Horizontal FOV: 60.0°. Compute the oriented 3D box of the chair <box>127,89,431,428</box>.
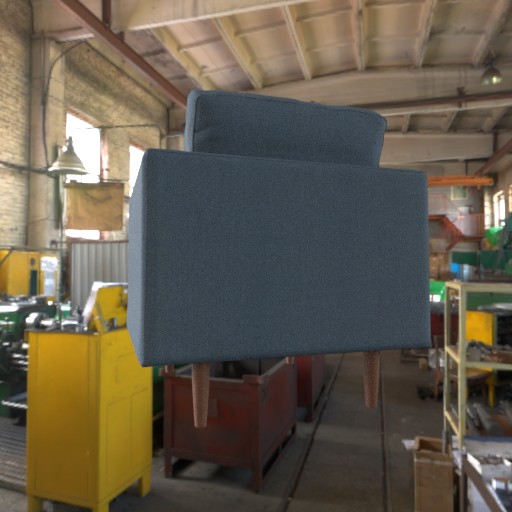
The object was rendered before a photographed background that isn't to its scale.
[{"bbox_3d":[0.000,0.000,1.574,0.855,0.922,0.820,0,-2,-18],"label":"chair"}]
